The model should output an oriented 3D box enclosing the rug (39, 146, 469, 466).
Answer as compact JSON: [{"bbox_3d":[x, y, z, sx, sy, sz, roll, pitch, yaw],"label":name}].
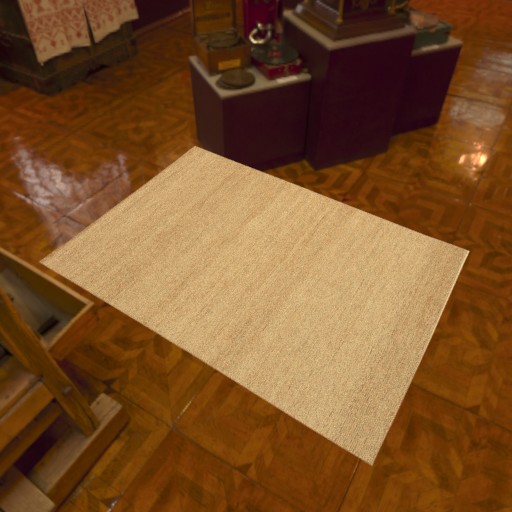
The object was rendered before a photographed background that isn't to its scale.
[{"bbox_3d":[0.000,0.000,2.849,2.283,0.030,1.596,25,51,22],"label":"rug"}]
